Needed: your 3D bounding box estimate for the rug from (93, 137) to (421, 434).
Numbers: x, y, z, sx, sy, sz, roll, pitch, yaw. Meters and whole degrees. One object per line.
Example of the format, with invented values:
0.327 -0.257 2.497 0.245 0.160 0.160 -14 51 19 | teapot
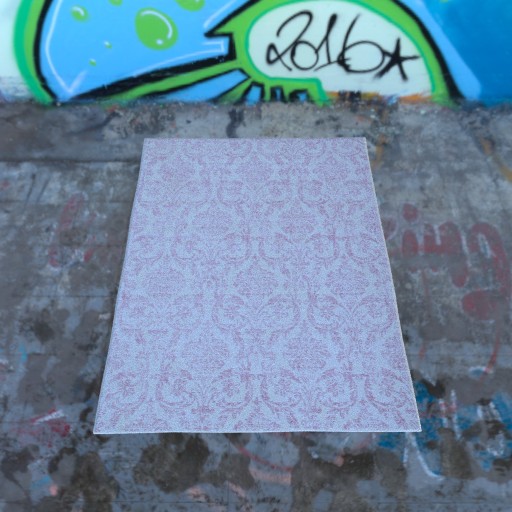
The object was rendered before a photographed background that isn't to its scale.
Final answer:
0.000 0.000 3.968 2.363 0.012 2.980 0 58 0 | rug
